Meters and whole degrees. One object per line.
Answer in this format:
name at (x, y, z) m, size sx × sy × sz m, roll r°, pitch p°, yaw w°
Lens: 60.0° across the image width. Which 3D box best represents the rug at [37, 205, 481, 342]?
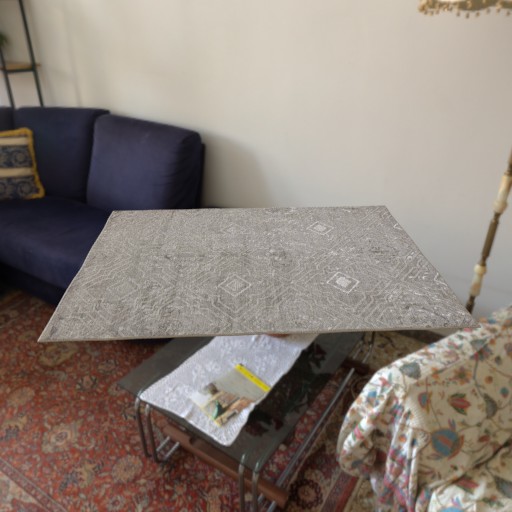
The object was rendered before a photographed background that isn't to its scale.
rug at (0.000, 0.000, 4.402) m, size 3.359 × 0.020 × 2.448 m, roll -1°, pitch 29°, yaw -3°
